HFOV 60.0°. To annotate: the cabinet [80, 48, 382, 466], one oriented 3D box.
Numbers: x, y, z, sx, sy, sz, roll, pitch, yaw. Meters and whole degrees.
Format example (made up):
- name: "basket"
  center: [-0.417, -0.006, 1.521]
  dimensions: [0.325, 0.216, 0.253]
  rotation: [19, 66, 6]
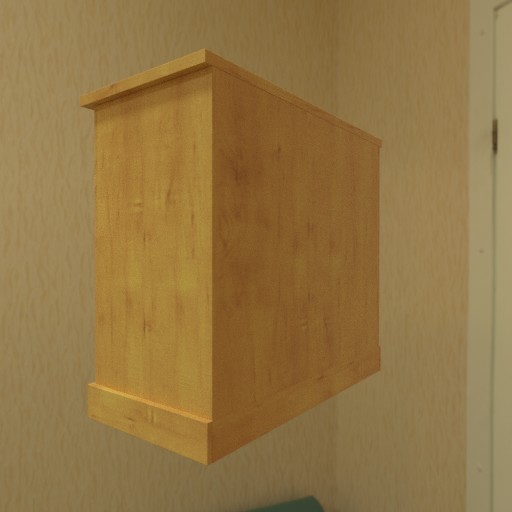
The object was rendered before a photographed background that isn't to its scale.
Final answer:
- name: "cabinet"
  center: [0.000, 0.000, 1.389]
  dimensions: [0.450, 0.840, 0.920]
  rotation: [0, 1, 37]
